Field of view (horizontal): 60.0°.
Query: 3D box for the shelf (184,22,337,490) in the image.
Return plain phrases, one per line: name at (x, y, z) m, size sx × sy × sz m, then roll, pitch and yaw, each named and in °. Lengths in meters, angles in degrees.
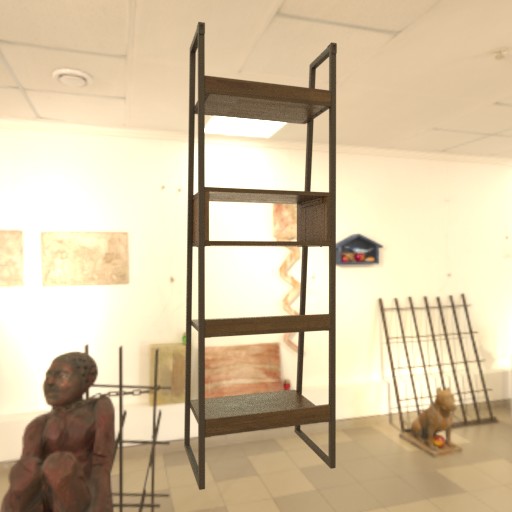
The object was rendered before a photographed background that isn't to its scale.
shelf at (0.000, 0.000, 2.205) m, size 0.652 × 2.005 × 0.454 m, roll 0°, pitch 1°, yaw -17°
